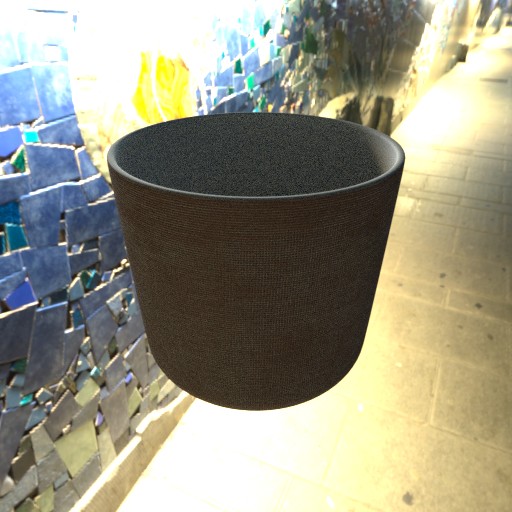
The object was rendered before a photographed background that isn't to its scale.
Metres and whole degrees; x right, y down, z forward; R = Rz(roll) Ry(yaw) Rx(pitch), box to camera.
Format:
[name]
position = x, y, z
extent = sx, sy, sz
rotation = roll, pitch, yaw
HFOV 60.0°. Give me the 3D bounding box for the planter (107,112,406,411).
[planter]
position = 0.000, 0.000, 0.777
extent = 0.440, 0.398, 0.440
rotation = 0, 30, 0
